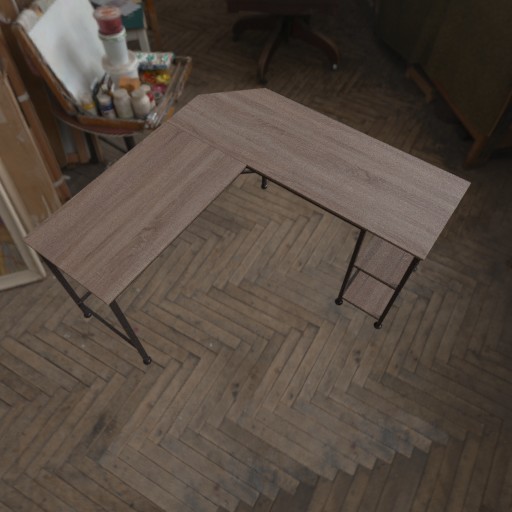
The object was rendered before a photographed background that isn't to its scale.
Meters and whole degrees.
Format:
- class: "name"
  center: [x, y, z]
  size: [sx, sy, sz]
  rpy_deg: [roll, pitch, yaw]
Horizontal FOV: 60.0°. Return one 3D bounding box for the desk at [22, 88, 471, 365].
- class: "desk"
  center: [0.000, 0.000, 2.214]
  size: [1.379, 0.739, 1.379]
  rpy_deg: [31, 63, 18]
